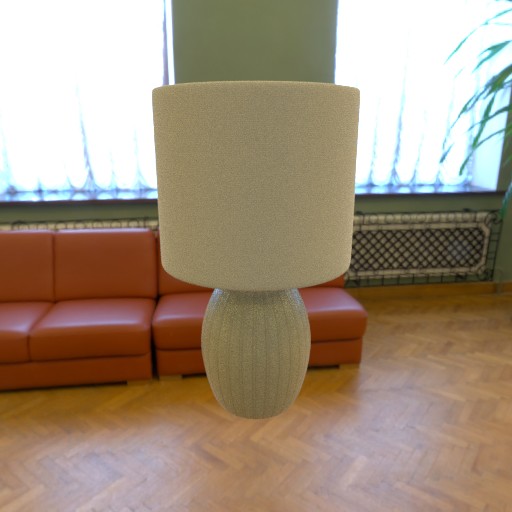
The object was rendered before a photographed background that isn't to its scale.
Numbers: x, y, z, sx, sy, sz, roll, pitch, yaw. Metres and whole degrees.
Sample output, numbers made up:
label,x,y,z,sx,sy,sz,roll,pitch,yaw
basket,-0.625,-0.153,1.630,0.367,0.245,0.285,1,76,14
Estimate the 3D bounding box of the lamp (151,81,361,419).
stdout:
label,x,y,z,sx,sy,sz,roll,pitch,yaw
lamp,0.000,0.000,0.786,0.329,0.570,0.329,-2,16,-8
